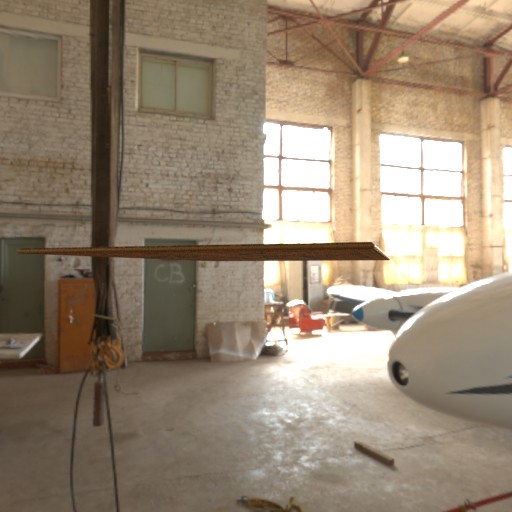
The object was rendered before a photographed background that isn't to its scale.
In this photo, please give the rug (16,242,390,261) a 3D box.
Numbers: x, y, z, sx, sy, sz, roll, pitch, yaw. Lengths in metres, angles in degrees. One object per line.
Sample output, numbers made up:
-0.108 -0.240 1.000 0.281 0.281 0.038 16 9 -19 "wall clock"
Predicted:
0.000 0.000 2.824 1.588 0.024 2.204 -1 -2 18 "rug"
